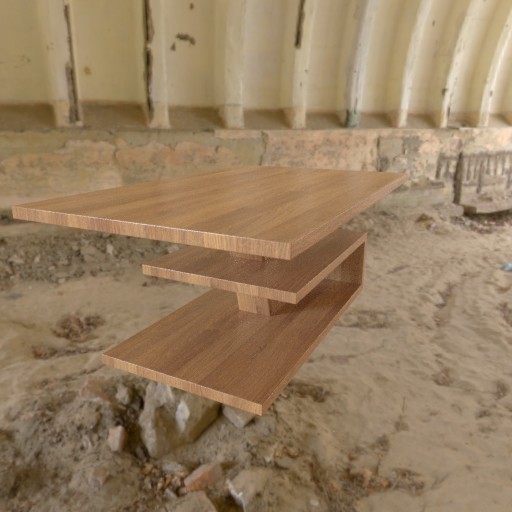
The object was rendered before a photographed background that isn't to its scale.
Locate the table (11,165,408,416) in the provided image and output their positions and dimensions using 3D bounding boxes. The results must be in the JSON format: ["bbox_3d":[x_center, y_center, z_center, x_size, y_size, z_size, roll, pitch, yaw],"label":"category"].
[{"bbox_3d":[0.000,0.000,1.398,0.700,0.442,1.100,9,19,26],"label":"table"}]
